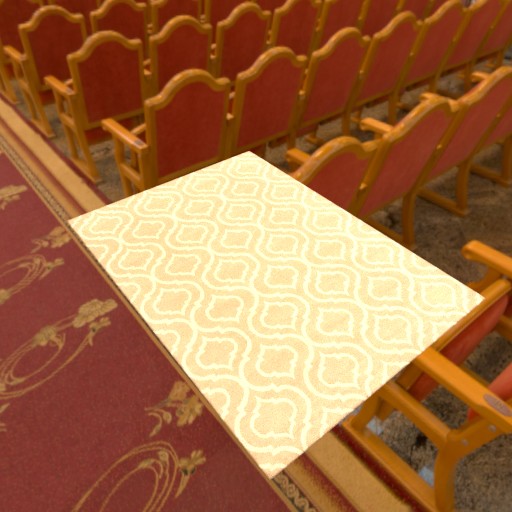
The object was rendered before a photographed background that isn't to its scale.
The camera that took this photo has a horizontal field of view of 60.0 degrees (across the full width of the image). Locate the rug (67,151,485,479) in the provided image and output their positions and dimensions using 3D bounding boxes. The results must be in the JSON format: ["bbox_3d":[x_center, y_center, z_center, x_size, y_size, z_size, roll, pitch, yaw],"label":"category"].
[{"bbox_3d":[0.000,0.000,4.263,2.438,0.010,3.353,-28,49,-28],"label":"rug"}]
